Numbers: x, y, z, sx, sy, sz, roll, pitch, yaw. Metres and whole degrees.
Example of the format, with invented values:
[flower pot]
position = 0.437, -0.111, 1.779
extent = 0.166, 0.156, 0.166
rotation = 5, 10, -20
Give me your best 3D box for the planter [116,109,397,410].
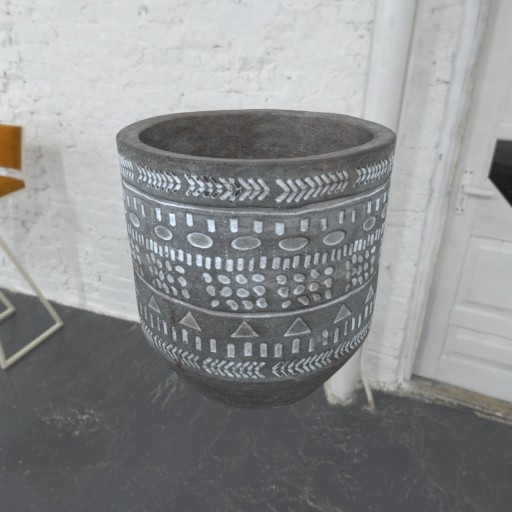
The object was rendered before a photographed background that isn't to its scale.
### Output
[planter]
position = 0.000, 0.000, 0.263
extent = 0.142, 0.149, 0.142
rotation = 0, 26, 0
